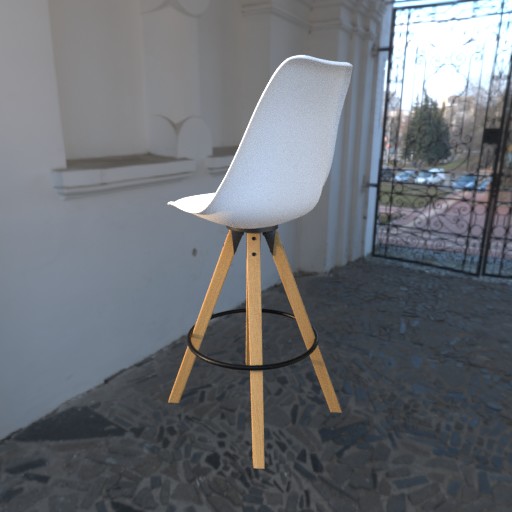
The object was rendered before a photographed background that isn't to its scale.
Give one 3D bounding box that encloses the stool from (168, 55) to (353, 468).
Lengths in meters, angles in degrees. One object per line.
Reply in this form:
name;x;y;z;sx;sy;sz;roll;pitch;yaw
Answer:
stool;0.000;0.000;1.422;0.482;1.115;0.549;-15;22;-42
